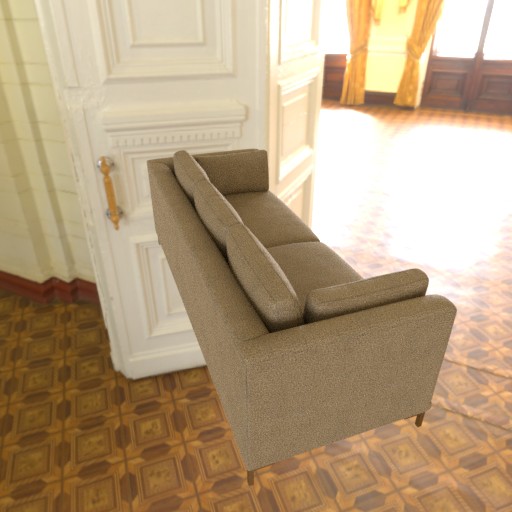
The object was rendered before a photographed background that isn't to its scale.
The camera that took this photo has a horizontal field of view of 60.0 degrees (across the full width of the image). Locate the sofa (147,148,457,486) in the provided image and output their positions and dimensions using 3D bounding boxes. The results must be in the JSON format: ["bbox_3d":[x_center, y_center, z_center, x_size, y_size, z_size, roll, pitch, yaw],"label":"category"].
[{"bbox_3d":[0.000,0.000,2.851,0.969,0.867,2.415,-11,32,-17],"label":"sofa"}]
